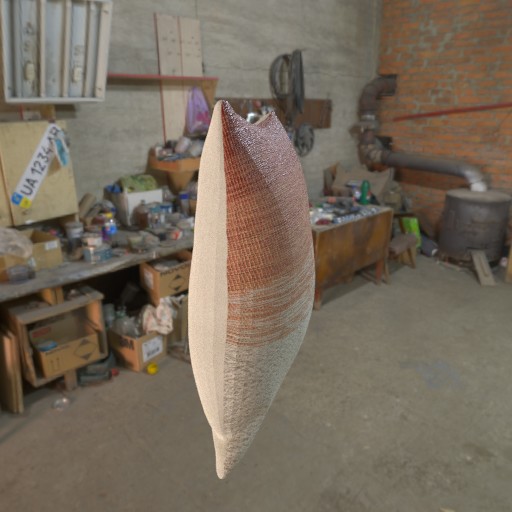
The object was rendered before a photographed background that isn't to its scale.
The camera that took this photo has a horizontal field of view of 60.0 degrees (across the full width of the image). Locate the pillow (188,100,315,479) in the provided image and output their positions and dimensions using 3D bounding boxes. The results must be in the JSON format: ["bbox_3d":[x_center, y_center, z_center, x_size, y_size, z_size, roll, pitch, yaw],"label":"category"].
[{"bbox_3d":[0.000,0.000,0.679,0.182,0.441,0.440,3,18,8],"label":"pillow"}]
